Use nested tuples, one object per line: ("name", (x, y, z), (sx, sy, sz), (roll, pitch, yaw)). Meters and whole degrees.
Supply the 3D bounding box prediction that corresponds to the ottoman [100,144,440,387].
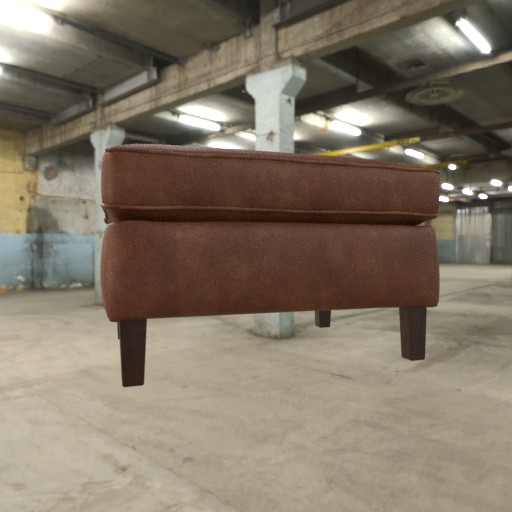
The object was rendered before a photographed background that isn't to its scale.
("ottoman", (0.000, 0.000, 1.011), (0.665, 0.418, 0.501), (0, 1, -18))
